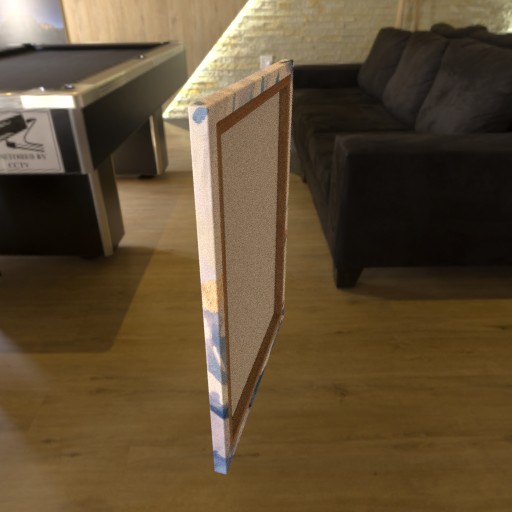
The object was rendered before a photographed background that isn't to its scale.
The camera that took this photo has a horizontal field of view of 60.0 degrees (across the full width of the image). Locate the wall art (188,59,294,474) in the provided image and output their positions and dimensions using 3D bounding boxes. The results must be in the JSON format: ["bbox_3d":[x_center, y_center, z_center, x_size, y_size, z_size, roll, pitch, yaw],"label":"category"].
[{"bbox_3d":[0.000,0.000,1.336,0.038,1.015,0.761,8,31,13],"label":"wall art"}]
